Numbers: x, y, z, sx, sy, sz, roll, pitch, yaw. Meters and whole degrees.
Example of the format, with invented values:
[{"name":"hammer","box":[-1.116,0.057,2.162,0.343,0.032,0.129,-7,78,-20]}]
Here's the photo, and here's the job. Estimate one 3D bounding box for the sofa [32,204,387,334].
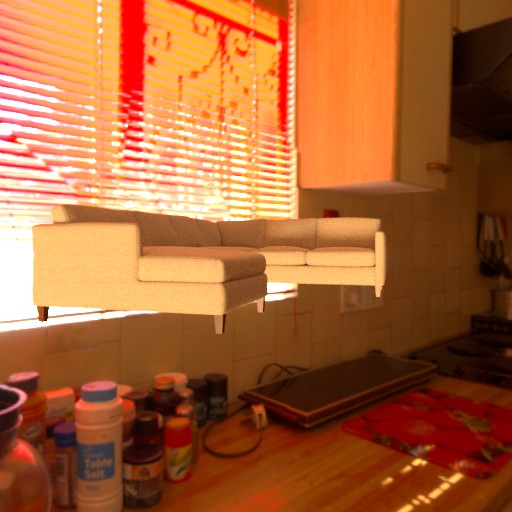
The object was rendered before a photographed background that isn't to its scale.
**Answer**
[{"name":"sofa","box":[0.000,0.000,4.637,2.594,0.961,3.460,0,2,17]}]
